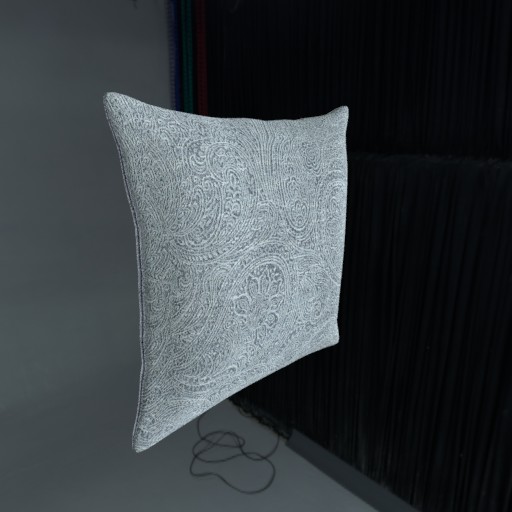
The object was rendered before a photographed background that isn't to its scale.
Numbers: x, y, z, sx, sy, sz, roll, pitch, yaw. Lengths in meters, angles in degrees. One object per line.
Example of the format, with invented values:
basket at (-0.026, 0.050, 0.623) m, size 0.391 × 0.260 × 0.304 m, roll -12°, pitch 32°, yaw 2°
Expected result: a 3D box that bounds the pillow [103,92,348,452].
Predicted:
pillow at (0.000, 0.000, 0.768) m, size 0.166 × 0.510 × 0.523 m, roll 15°, pitch 22°, yaw 43°
